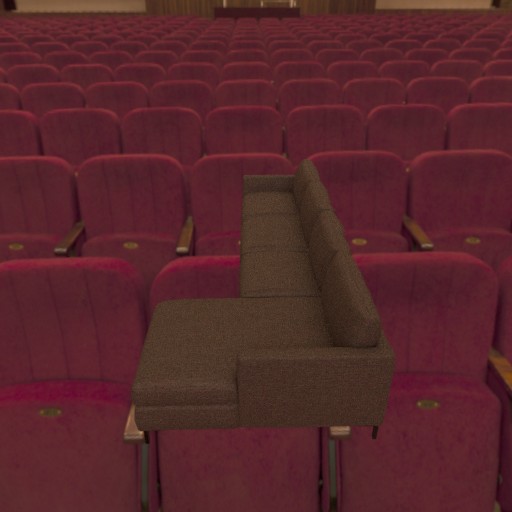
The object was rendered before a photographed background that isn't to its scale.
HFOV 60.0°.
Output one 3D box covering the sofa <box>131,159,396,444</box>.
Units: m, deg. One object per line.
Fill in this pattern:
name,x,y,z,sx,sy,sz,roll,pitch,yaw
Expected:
sofa,0.000,0.000,3.872,1.483,0.892,3.221,0,28,-1
